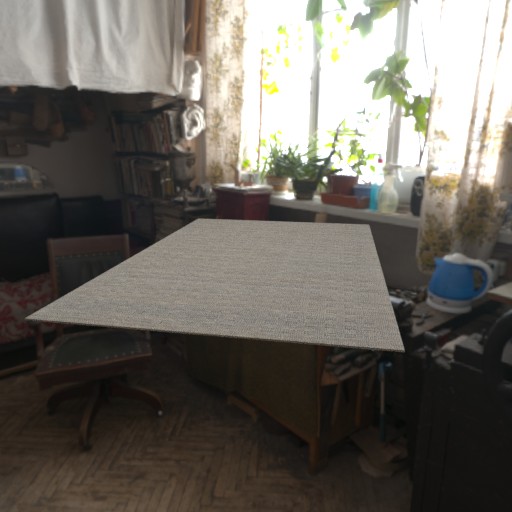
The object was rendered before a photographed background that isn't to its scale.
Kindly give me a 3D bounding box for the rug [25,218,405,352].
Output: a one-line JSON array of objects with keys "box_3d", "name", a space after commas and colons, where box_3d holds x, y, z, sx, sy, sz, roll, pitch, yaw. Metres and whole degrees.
[{"box_3d": [0.000, 0.000, 2.115, 1.142, 0.006, 1.752, 3, 16, 10], "name": "rug"}]
